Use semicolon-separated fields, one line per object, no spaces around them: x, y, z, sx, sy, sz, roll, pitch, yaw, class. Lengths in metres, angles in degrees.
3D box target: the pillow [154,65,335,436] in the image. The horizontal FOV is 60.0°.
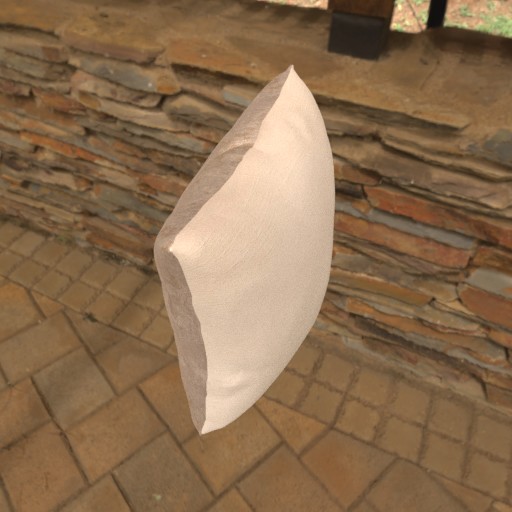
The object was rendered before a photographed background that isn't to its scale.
0.000;0.000;0.722;0.245;0.448;0.450;16;48;14;pillow
